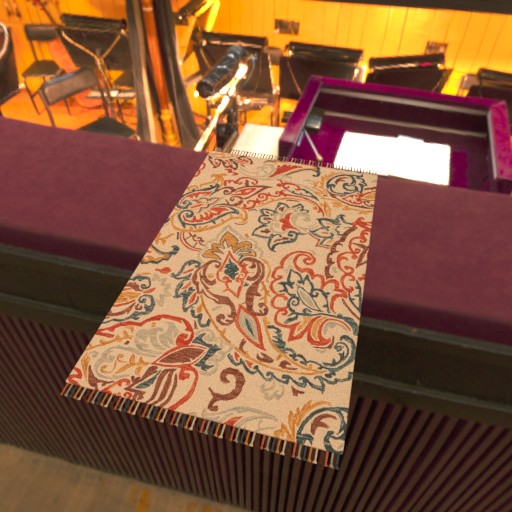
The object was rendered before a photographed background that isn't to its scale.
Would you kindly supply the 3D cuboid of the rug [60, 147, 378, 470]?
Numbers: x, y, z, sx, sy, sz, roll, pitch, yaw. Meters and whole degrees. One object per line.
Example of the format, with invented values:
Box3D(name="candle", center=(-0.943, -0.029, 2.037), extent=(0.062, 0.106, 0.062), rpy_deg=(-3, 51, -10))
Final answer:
Box3D(name="rug", center=(0.000, 0.000, 3.131), extent=(1.523, 0.010, 2.584), rpy_deg=(11, 46, 10))
